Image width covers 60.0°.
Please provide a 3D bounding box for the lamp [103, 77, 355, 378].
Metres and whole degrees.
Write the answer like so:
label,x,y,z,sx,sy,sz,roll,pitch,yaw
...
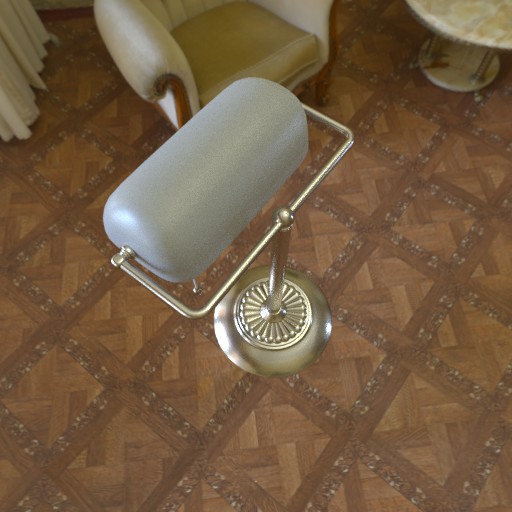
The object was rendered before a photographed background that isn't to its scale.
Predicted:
label,x,y,z,sx,sy,sz,roll,pitch,yaw
lamp,0.000,0.000,0.530,0.243,0.339,0.264,34,68,16
